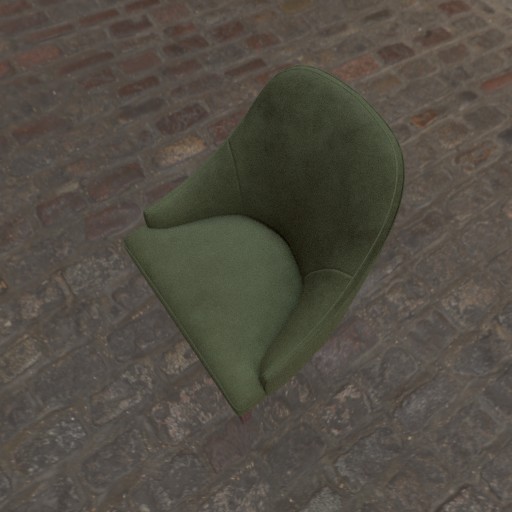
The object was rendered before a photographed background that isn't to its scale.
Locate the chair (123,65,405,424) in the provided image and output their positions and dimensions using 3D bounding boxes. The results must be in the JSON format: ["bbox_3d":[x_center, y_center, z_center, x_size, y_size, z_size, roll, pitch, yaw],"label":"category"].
[{"bbox_3d":[0.000,0.000,1.271,0.575,0.889,0.643,-33,67,-16],"label":"chair"}]
